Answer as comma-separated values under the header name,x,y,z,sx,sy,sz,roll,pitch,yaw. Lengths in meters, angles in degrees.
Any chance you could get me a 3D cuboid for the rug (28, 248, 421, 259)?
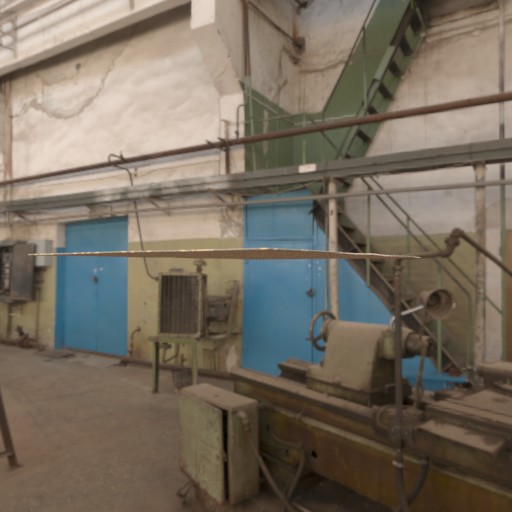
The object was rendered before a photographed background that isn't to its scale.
name,x,y,z,sx,sy,sz,roll,pitch,yaw
rug,0.000,0.000,2.825,1.522,0.013,2.133,-1,-1,34
